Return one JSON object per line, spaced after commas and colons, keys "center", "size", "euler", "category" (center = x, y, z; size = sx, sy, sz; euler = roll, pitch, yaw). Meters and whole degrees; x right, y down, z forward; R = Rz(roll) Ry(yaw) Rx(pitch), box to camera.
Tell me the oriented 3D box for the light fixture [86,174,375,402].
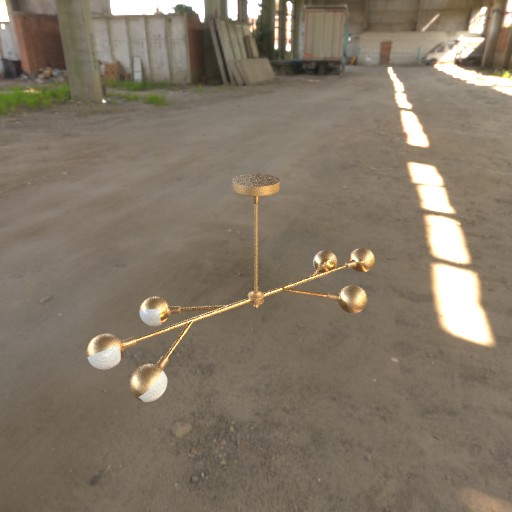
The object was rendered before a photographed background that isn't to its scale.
{"center": [0.000, 0.000, 1.030], "size": [0.778, 0.362, 0.434], "euler": [-8, 27, -17], "category": "light fixture"}
